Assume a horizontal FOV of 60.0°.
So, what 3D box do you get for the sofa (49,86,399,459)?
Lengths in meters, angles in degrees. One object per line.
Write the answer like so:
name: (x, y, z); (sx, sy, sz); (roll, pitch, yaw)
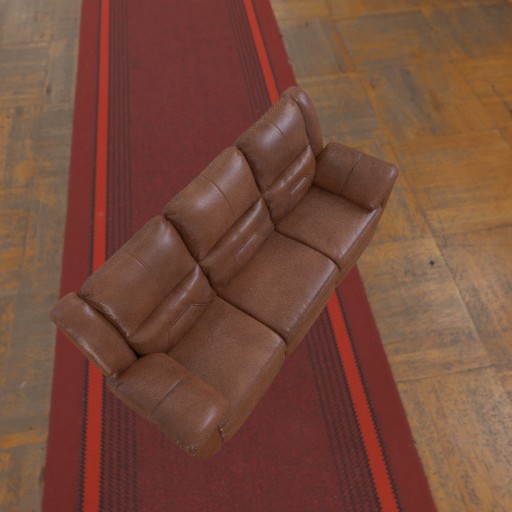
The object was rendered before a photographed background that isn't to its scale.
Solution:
sofa: (0.000, 0.000, 2.878); (0.991, 1.043, 2.337); (31, 62, 19)
